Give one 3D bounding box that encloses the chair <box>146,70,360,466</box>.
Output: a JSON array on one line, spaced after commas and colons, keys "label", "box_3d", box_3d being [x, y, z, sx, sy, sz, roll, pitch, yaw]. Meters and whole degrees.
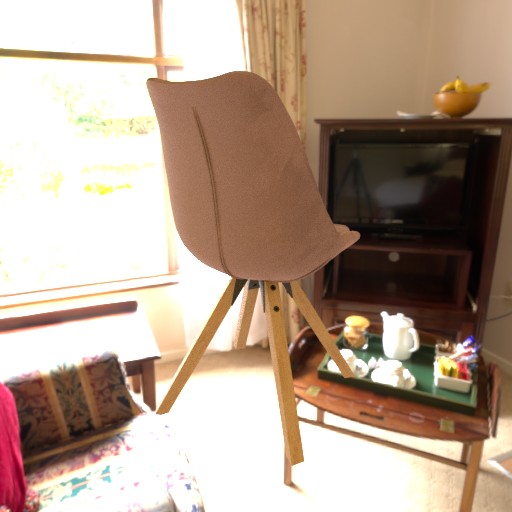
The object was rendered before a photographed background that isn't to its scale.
[{"label": "chair", "box_3d": [0.000, 0.000, 1.174, 0.485, 0.850, 0.550, 8, 18, 27]}]
